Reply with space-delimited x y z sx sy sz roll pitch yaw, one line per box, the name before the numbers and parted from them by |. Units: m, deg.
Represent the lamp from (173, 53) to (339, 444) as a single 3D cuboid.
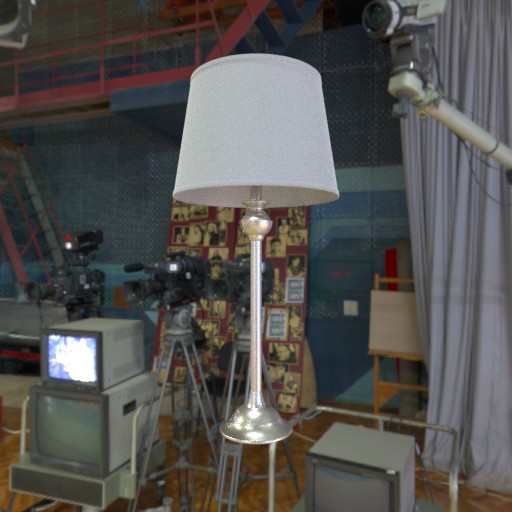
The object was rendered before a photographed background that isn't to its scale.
lamp | 0.000 0.000 0.895 0.331 0.698 0.331 0 0 0
